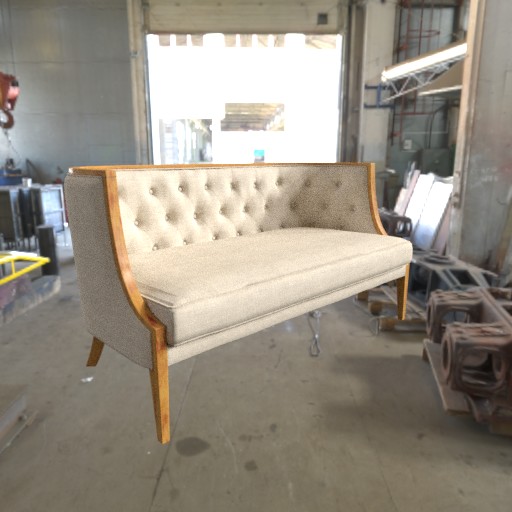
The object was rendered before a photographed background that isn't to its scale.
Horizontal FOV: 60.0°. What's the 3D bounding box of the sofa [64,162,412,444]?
[{"bbox_3d":[0.000,0.000,1.929,1.474,0.775,0.770,-12,18,-43],"label":"sofa"}]
